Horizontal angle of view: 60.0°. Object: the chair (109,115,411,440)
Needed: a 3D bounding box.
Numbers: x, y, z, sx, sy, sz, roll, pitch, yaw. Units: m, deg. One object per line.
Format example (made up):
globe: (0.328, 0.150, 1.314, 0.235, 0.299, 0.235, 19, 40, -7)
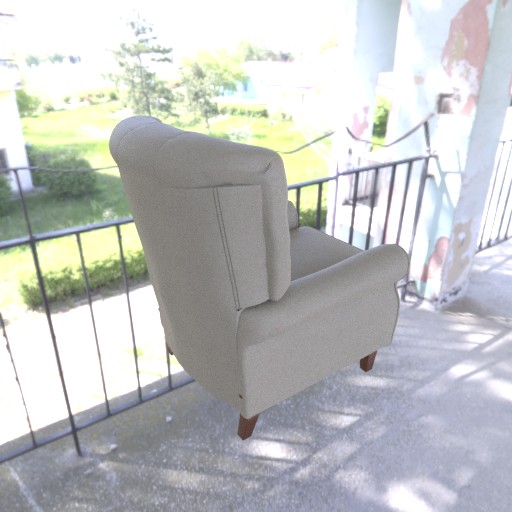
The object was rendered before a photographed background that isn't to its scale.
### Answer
chair: (0.000, 0.000, 1.883, 1.059, 1.158, 0.943, -17, 30, -31)
